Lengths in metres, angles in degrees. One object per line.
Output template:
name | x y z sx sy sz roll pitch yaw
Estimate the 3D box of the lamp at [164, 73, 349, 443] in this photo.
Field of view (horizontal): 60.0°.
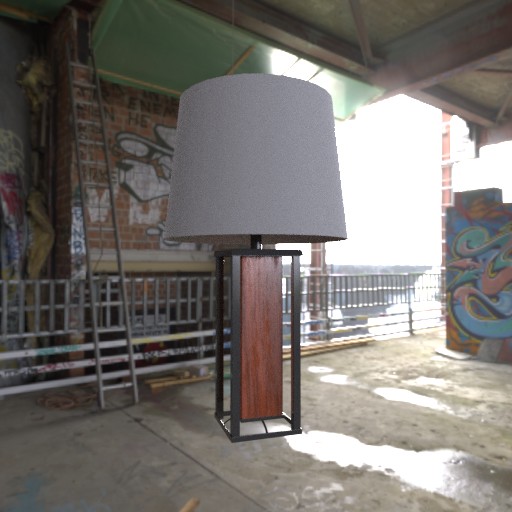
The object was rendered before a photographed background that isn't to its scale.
lamp | 0.000 0.000 0.780 0.320 0.591 0.320 0 -1 0
